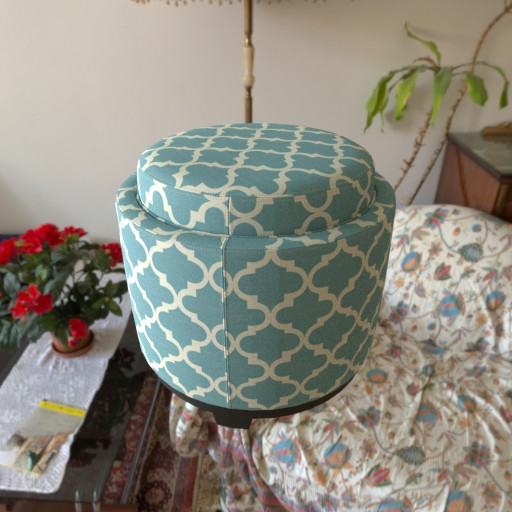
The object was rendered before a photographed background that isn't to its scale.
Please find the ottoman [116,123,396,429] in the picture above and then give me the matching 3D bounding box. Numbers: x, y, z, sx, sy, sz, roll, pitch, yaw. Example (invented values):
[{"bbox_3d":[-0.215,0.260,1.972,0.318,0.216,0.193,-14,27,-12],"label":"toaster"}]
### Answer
[{"bbox_3d":[0.000,0.000,0.843,0.480,0.429,0.480,0,30,0],"label":"ottoman"}]
